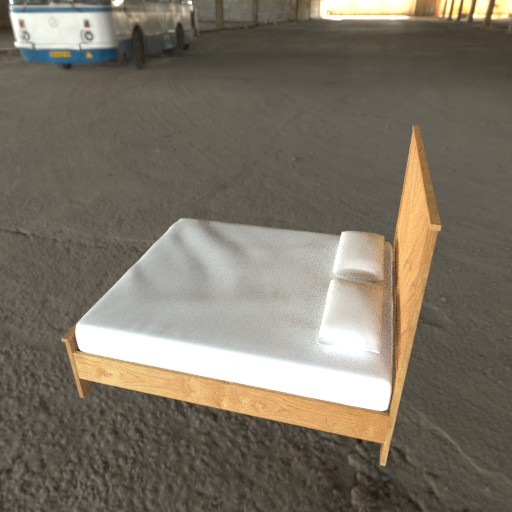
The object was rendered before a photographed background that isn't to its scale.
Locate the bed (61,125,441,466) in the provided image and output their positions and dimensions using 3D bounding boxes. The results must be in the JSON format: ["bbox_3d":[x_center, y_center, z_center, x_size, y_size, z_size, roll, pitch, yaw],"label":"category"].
[{"bbox_3d":[0.000,0.000,3.421,2.201,1.686,1.936,7,30,13],"label":"bed"}]
